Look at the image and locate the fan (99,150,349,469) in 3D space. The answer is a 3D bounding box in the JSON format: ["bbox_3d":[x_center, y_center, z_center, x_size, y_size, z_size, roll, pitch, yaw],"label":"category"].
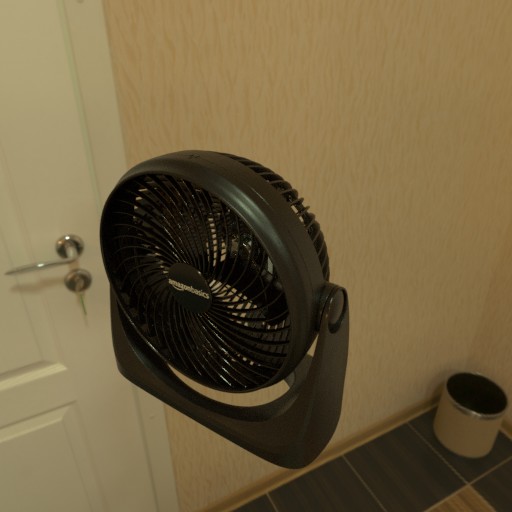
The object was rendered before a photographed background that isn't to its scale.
[{"bbox_3d":[0.000,0.000,0.495,0.273,0.277,0.256,18,35,28],"label":"fan"}]
